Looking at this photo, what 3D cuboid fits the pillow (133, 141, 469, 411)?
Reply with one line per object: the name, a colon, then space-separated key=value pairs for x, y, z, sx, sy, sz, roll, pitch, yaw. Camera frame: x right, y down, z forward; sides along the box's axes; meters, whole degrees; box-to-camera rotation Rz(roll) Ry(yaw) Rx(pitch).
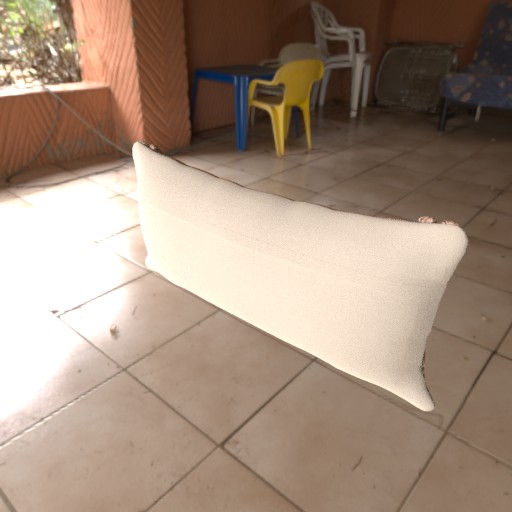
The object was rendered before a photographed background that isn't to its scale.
pillow: x=0.000 y=0.000 z=0.725 sx=0.635 sy=0.282 sz=0.139 roll=22 pitch=35 yaw=35
